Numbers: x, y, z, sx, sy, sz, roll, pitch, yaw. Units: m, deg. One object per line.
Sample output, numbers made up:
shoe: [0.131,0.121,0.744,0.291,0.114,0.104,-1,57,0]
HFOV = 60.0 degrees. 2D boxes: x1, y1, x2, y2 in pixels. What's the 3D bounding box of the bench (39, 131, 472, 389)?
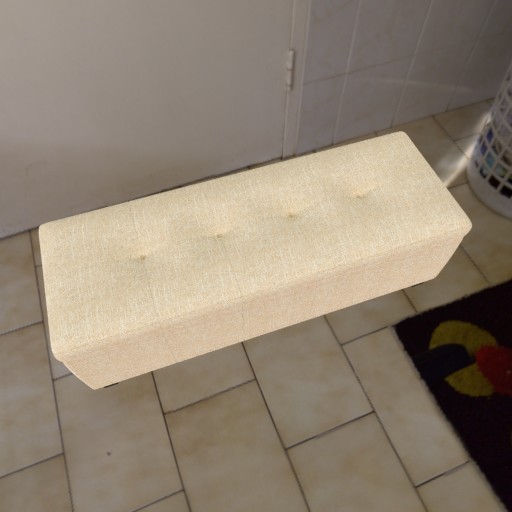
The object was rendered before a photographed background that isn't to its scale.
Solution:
bench: [0.000,0.000,1.449,1.219,0.406,0.432,-16,60,-10]
